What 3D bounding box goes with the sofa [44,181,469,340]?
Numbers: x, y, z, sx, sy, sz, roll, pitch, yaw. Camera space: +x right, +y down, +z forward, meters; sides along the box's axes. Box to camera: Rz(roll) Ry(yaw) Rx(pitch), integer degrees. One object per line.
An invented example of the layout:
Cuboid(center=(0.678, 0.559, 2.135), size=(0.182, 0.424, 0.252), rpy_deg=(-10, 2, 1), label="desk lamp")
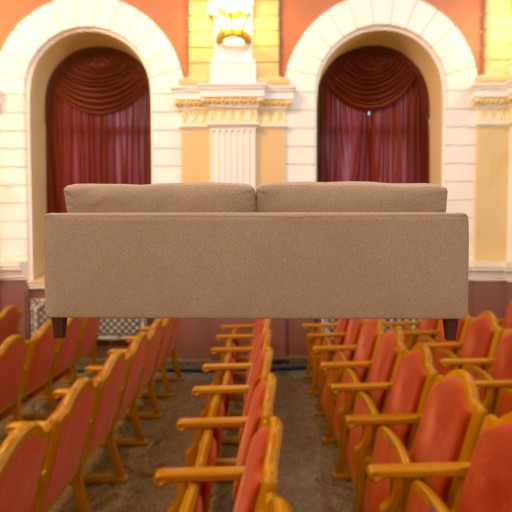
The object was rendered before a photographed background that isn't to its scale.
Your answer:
Cuboid(center=(0.000, 0.000, 2.940), size=(2.404, 0.912, 0.988), rpy_deg=(0, 2, 1), label="sofa")
